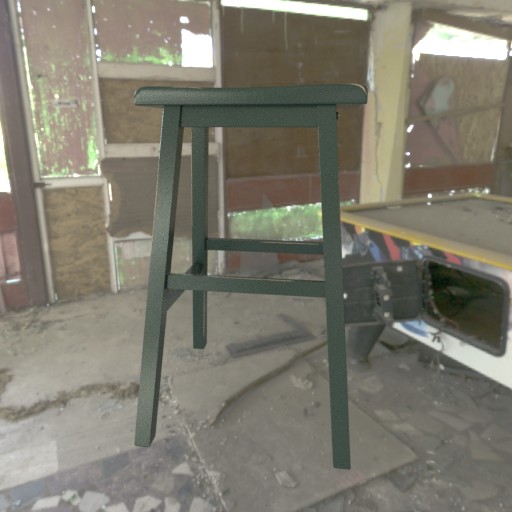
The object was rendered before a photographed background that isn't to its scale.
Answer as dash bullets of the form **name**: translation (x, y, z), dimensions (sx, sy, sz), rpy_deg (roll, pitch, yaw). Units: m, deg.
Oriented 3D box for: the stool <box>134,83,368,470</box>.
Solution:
- **stool**: translation (0.000, 0.000, 1.045), dimensions (0.457, 0.737, 0.476), rpy_deg (2, 16, 8)
